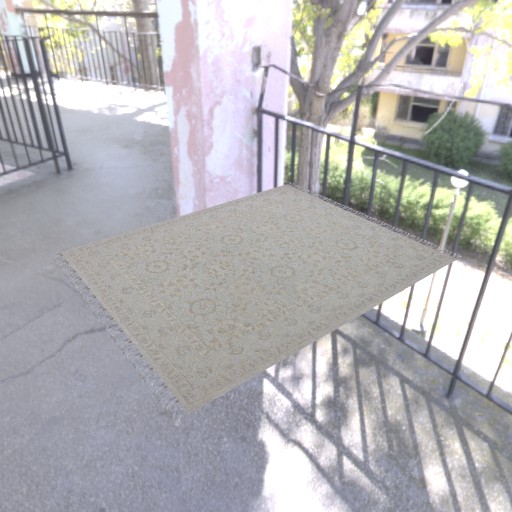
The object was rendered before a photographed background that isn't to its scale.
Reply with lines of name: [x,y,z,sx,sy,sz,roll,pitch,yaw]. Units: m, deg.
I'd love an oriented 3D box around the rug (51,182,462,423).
rug: [0.000,0.000,4.159,3.043,0.013,2.444,-22,37,-32]
